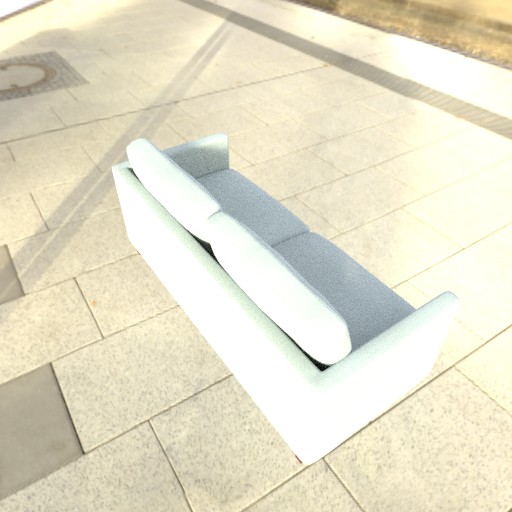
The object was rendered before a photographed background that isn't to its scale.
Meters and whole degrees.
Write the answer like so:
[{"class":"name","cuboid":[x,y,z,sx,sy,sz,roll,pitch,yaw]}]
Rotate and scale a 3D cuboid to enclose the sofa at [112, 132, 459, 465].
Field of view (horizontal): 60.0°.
[{"class":"sofa","cuboid":[0.000,0.000,2.782,0.951,0.965,2.208,-25,47,-26]}]
